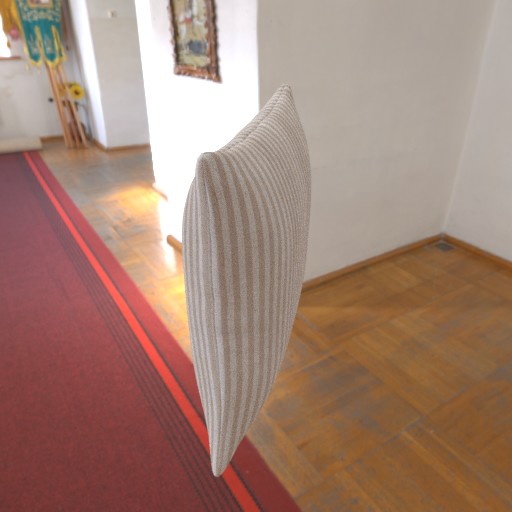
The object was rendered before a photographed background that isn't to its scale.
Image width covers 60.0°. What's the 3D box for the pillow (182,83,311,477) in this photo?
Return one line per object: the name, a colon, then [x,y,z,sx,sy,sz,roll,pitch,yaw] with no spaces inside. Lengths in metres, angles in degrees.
pillow: [0.000,0.000,0.783,0.166,0.510,0.523,6,30,11]
